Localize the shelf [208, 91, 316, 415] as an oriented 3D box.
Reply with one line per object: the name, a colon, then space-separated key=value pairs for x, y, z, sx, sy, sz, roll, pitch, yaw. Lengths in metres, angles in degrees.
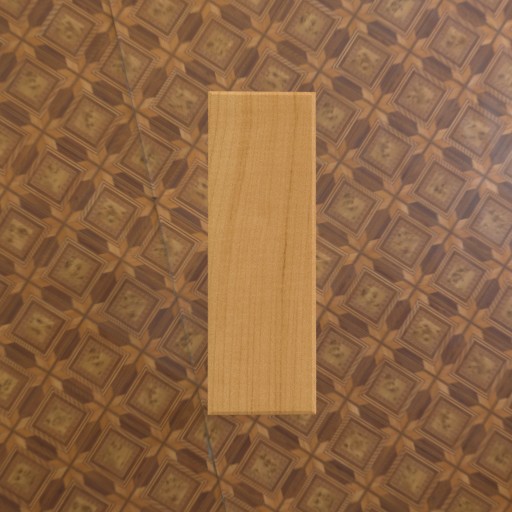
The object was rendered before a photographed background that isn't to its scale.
shelf: x=0.000 y=0.000 z=1.225 sx=0.175 sy=1.030 sz=0.520 roll=0 pitch=89 yaw=-1
